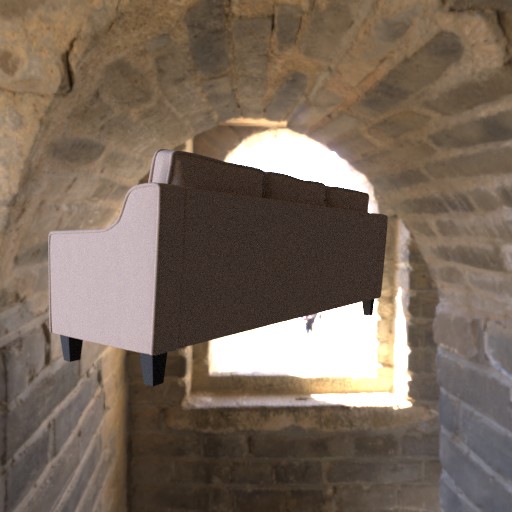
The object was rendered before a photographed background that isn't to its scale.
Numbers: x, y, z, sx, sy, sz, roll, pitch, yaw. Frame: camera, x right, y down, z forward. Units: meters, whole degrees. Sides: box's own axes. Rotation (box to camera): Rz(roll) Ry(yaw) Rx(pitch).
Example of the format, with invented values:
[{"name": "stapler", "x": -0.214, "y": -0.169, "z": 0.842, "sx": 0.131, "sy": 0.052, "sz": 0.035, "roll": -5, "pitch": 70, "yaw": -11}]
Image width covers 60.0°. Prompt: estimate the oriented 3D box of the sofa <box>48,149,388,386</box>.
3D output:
[{"name": "sofa", "x": 0.000, "y": 0.000, "z": 2.606, "sx": 0.791, "sy": 0.902, "sz": 2.131, "roll": 1, "pitch": 2, "yaw": 37}]
